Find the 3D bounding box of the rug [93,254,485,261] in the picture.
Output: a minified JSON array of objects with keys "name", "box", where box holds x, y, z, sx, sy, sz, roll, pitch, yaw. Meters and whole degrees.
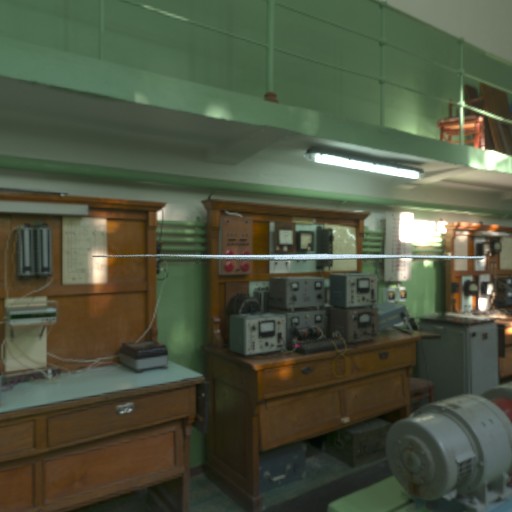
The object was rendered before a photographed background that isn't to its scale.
[{"name":"rug","box":[0.000,0.000,2.325,1.179,0.022,1.820,0,0,-36]}]
